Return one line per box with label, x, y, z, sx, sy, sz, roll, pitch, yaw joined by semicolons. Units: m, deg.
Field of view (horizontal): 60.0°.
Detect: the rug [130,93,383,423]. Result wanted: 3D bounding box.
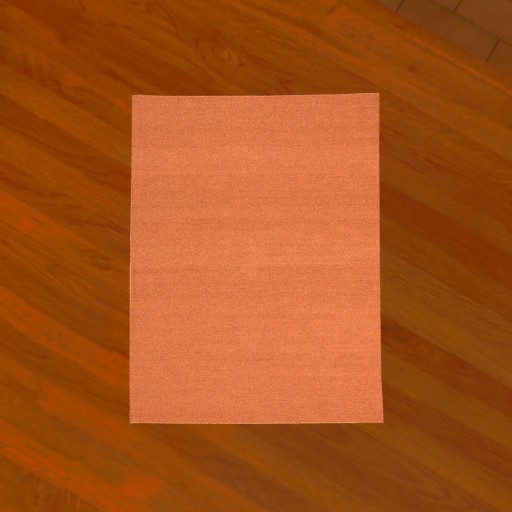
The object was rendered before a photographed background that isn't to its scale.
rug;0.000;0.000;4.290;2.434;0.045;3.202;0;88;0
